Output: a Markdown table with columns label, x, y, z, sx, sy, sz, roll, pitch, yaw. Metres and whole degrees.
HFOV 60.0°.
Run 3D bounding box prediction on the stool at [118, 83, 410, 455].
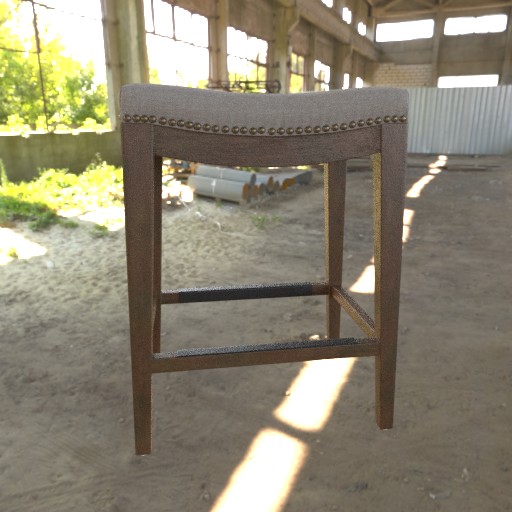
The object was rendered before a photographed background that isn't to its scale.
| label | x | y | z | sx | sy | sz | roll | pitch | yaw |
| --- | --- | --- | --- | --- | --- | --- | --- | --- | --- |
| stool | 0.000 | 0.000 | 0.938 | 0.508 | 0.660 | 0.356 | -2 | 17 | -8 |
